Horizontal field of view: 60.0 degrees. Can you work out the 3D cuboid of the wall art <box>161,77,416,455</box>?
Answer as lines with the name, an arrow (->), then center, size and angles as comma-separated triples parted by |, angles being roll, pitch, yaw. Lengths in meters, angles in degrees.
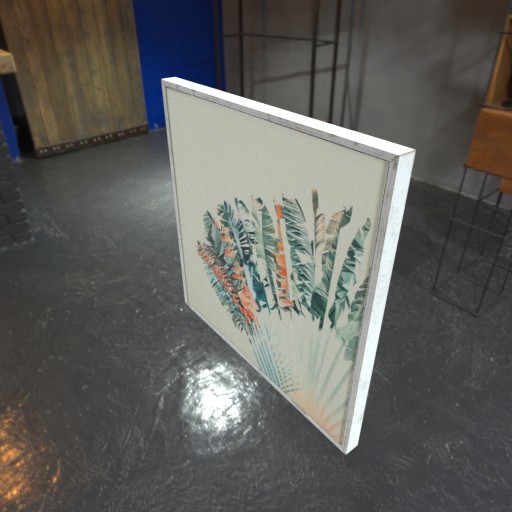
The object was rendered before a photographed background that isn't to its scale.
wall art -> 0.000, 0.000, 0.764 | 0.029, 0.506, 0.508 | -23, 39, -32
